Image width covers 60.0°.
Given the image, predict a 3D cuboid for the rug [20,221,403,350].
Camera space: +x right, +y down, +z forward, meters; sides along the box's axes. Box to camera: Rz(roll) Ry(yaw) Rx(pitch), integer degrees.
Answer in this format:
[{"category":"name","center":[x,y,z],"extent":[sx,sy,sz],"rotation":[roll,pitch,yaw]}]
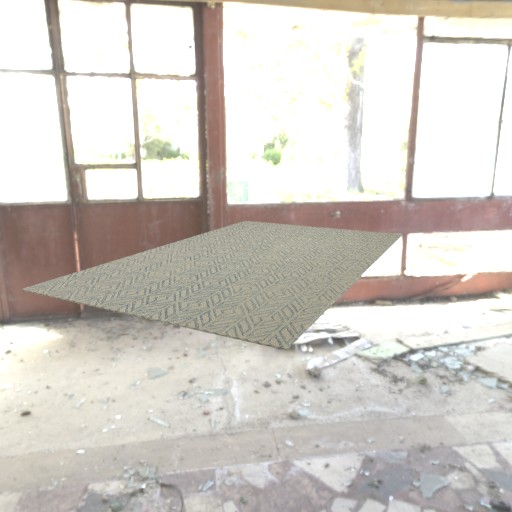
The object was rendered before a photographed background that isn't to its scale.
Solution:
[{"category":"rug","center":[0.000,0.000,3.041],"extent":[1.526,0.008,2.441],"rotation":[7,16,27]}]
